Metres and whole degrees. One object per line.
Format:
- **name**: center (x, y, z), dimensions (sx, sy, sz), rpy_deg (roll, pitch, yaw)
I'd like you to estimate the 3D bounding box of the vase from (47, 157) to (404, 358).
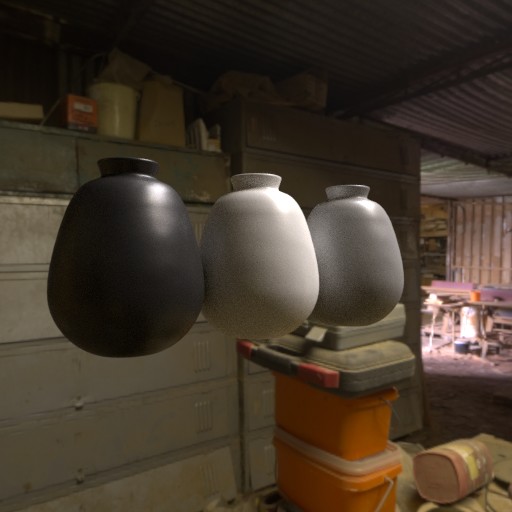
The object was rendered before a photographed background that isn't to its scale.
- **vase**: center (0.000, 0.000, 0.345), dimensions (0.297, 0.122, 0.097), rpy_deg (0, 1, -34)
